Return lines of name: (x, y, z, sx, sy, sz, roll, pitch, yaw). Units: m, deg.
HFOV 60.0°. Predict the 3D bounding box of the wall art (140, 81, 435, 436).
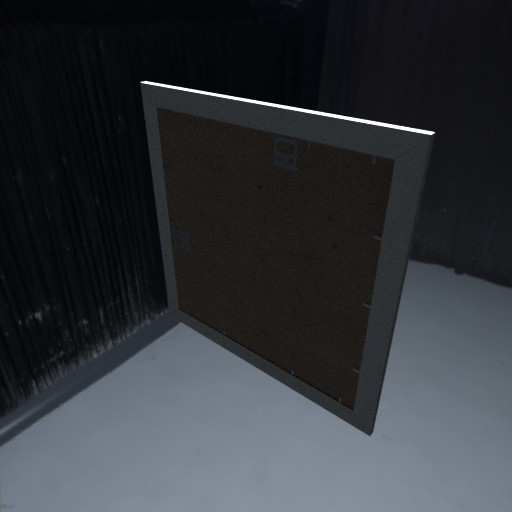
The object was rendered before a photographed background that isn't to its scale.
wall art: (0.000, 0.000, 0.874, 0.584, 0.584, 0.013, 23, 38, 33)
